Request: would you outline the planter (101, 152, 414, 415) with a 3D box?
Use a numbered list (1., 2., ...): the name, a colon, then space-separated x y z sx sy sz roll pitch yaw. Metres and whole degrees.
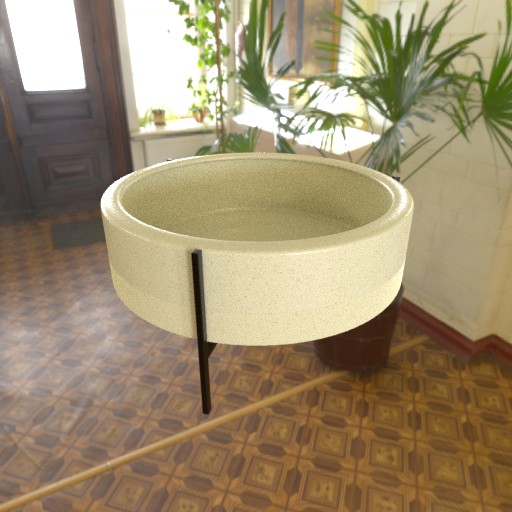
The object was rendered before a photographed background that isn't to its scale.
1. planter: 0.000 0.000 0.529 0.336 0.171 0.345 7 27 14
